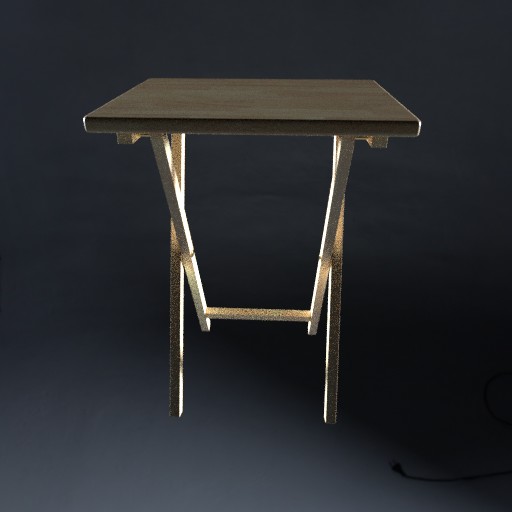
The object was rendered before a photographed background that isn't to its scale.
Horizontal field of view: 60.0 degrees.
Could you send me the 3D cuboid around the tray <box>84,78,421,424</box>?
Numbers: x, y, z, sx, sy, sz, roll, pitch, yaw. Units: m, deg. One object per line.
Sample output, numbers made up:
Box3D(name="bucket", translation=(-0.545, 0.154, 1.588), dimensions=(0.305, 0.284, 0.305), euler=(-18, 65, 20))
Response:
Box3D(name="tray", translation=(0.000, 0.000, 0.952), dimensions=(0.483, 0.660, 0.381), euler=(1, 30, 3))
